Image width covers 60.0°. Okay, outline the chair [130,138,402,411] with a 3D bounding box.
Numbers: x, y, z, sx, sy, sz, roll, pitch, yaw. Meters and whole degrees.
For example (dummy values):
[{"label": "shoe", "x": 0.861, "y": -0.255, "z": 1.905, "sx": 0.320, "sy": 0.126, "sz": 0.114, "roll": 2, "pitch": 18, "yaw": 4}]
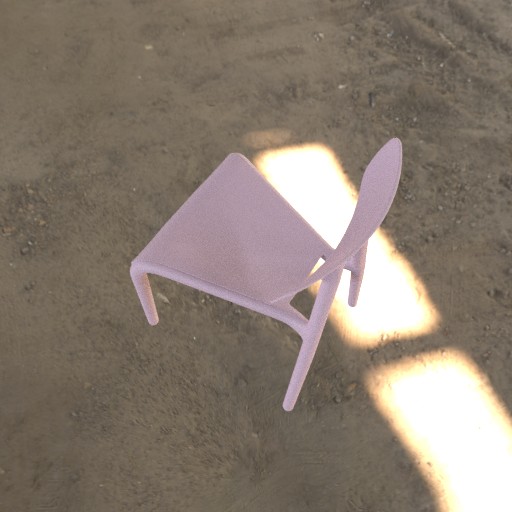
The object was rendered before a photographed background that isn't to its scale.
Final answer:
[{"label": "chair", "x": 0.000, "y": 0.000, "z": 0.838, "sx": 0.401, "sy": 0.580, "sz": 0.356, "roll": 31, "pitch": 67, "yaw": 15}]
